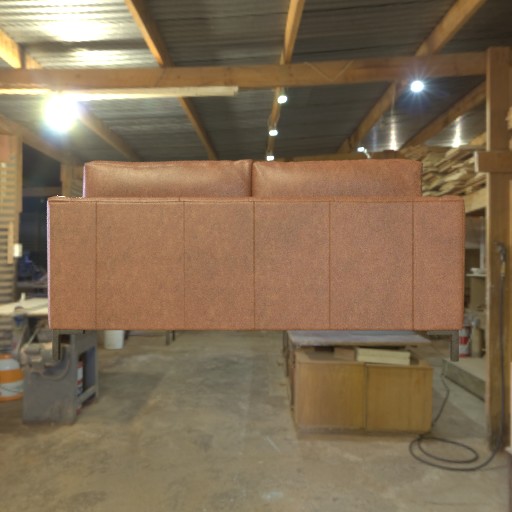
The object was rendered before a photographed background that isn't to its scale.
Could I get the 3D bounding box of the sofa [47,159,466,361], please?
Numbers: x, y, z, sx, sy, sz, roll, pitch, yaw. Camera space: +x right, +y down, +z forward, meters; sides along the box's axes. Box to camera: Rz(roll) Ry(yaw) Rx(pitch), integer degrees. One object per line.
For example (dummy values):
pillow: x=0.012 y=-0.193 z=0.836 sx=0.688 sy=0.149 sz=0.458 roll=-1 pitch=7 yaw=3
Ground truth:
sofa: x=0.000 y=0.000 z=2.284 sx=1.797 sy=0.883 sz=0.899 roll=0 pitch=0 yaw=0
